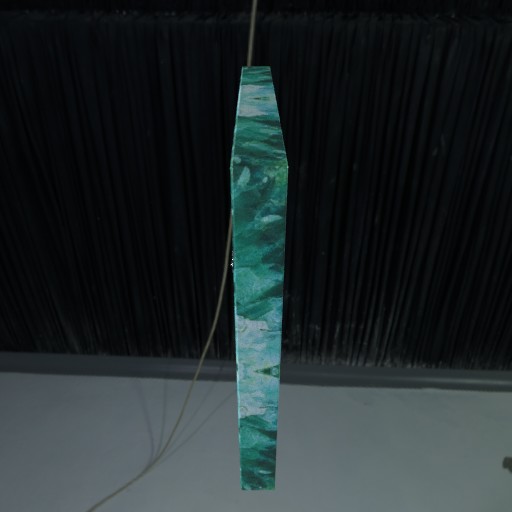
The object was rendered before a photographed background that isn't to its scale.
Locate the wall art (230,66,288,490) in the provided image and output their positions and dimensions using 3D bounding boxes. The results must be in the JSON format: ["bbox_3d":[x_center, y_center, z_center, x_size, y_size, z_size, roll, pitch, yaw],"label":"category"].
[{"bbox_3d":[0.000,0.000,0.455,0.033,0.313,0.313,0,32,0],"label":"wall art"}]
